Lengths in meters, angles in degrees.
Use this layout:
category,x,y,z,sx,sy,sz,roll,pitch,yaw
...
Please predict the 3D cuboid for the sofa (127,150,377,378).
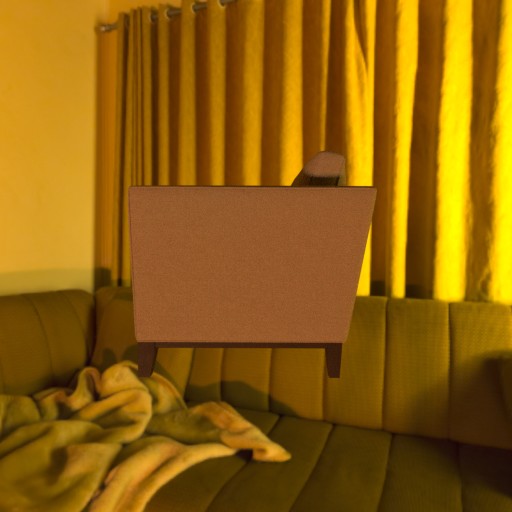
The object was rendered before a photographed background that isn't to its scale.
category,x,y,z,sx,sy,sz,roll,pitch,yaw
sofa,0.000,0.000,2.886,0.965,0.940,2.388,0,1,1
